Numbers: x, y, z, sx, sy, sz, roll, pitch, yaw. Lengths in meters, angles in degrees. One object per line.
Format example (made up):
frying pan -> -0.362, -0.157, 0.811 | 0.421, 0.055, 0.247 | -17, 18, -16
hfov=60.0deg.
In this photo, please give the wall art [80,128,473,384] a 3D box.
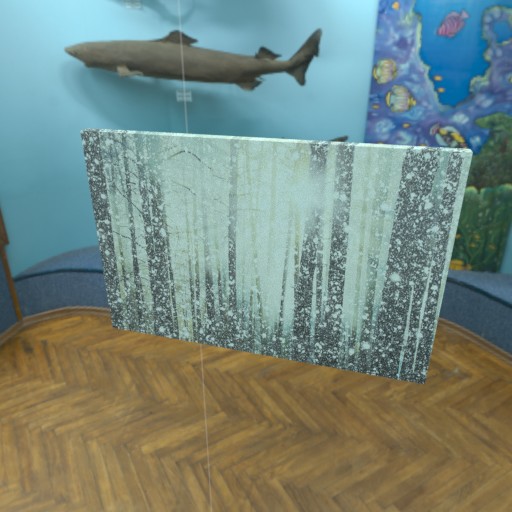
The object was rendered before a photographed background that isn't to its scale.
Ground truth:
wall art -> 0.000, 0.000, 1.152 | 0.919, 0.598, 0.038 | 7, 26, 15
